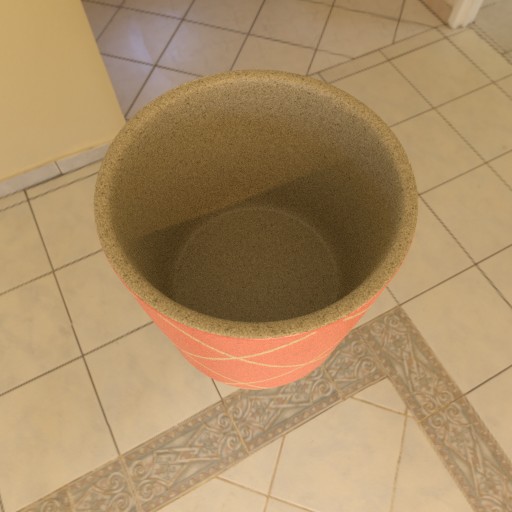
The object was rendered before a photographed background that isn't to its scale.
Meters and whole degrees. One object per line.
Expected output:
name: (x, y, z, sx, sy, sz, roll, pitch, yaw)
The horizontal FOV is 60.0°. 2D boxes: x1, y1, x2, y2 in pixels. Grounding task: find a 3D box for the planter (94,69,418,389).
planter: (0.000, 0.000, 0.417, 0.227, 0.235, 0.227, 0, 63, 0)
